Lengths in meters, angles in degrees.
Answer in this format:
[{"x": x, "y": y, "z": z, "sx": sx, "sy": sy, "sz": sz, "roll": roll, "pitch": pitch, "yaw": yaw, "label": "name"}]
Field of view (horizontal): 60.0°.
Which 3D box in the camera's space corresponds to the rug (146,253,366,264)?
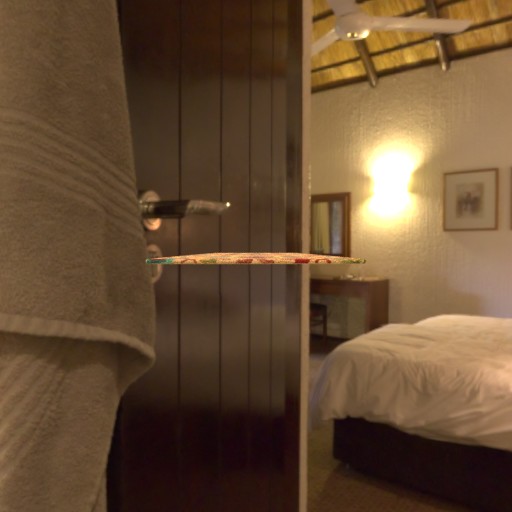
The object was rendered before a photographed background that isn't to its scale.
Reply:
[{"x": 0.000, "y": 0.000, "z": 2.487, "sx": 0.693, "sy": 0.016, "sz": 2.273, "roll": 0, "pitch": 1, "yaw": 0, "label": "rug"}]
